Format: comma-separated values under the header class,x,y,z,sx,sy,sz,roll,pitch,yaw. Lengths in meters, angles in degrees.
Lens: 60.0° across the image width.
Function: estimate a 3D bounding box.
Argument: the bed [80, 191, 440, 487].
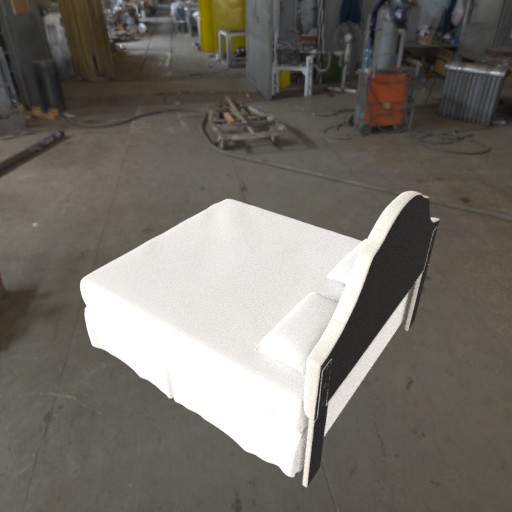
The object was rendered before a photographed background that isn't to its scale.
class,x,y,z,sx,sy,sz,roll,pitch,yaw
bed,0.000,0.000,3.559,2.214,1.615,2.008,21,38,30
